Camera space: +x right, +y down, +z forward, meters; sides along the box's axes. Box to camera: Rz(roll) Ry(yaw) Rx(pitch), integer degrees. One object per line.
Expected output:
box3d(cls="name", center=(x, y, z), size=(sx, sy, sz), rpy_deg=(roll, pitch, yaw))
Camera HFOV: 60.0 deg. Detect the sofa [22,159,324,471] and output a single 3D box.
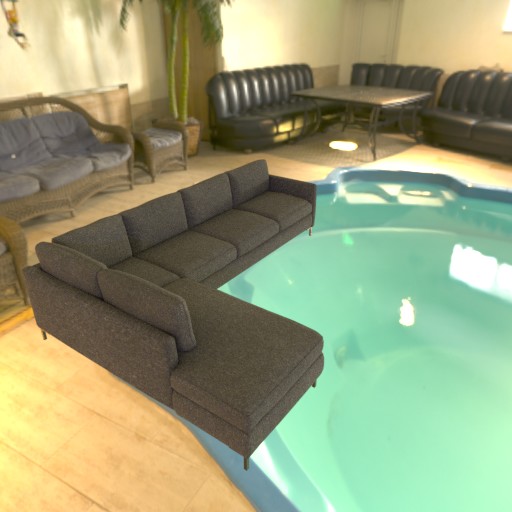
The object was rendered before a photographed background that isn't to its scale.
box3d(cls="sofa", center=(0.000, 0.000, 3.728), size=(2.007, 0.815, 2.949), rpy_deg=(18, 32, 31))
